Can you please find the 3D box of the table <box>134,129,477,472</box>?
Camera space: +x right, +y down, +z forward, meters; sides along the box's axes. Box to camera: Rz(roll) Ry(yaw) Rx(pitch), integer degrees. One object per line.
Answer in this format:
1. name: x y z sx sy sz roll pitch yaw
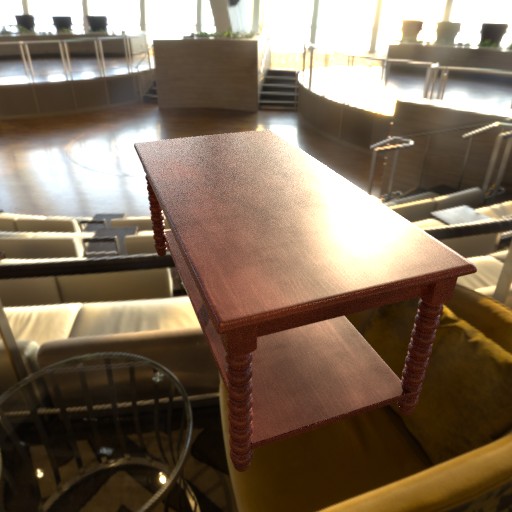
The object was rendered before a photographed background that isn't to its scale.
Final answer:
1. table: 0.000 0.000 1.446 0.580 0.485 1.171 -11 32 -18
